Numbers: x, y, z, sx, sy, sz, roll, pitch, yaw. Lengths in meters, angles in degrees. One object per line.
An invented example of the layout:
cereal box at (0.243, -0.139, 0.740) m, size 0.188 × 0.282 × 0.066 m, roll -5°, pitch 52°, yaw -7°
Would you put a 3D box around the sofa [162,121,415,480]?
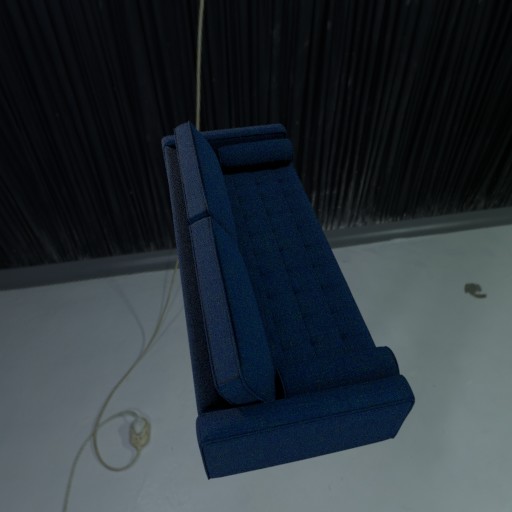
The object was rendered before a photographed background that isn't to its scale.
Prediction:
sofa at (0.000, 0.000, 2.605) m, size 0.914 × 0.762 × 2.210 m, roll -9°, pitch 47°, yaw -8°
